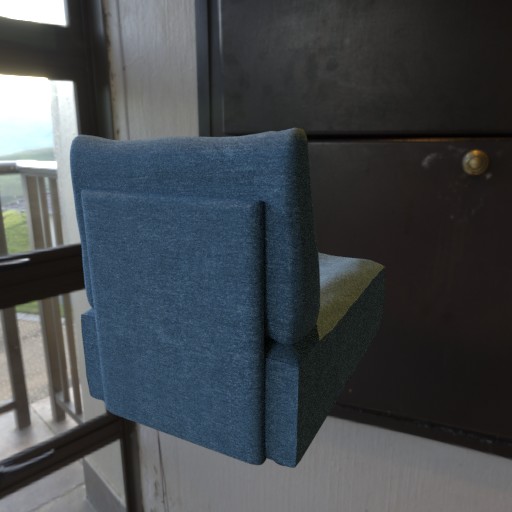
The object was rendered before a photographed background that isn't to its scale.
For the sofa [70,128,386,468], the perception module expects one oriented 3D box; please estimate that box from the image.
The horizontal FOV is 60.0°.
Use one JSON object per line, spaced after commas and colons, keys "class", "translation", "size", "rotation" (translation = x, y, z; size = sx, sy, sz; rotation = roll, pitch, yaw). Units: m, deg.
{"class": "sofa", "translation": [0.000, 0.000, 1.529], "size": [0.700, 0.820, 1.000], "rotation": [7, 16, 26]}
